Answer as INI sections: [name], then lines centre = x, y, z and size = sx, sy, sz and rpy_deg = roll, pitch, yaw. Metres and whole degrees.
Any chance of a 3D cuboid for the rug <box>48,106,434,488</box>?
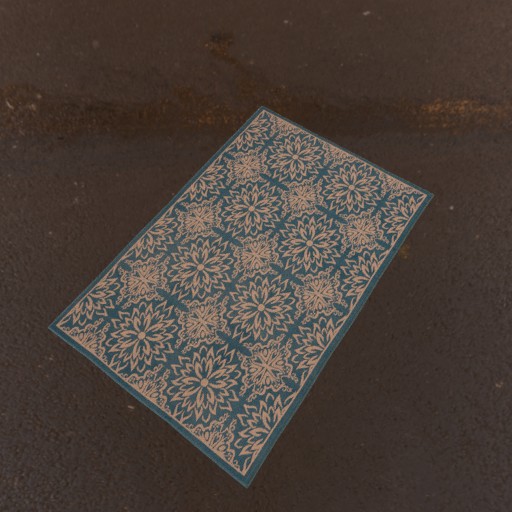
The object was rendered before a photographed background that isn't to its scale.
[rug]
centre = 0.000, 0.000, 2.362
size = 1.211, 0.012, 1.833
rpy_deg = 32, 67, 16
